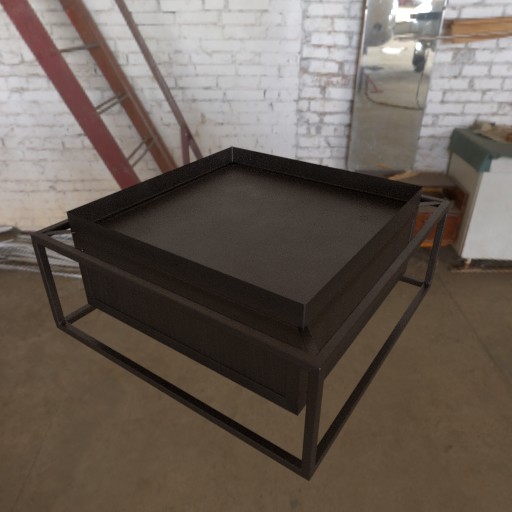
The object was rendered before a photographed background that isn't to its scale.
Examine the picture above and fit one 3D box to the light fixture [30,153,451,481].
[{"bbox_3d":[0.000,0.000,0.682,0.441,0.191,0.441,19,35,29],"label":"light fixture"}]
